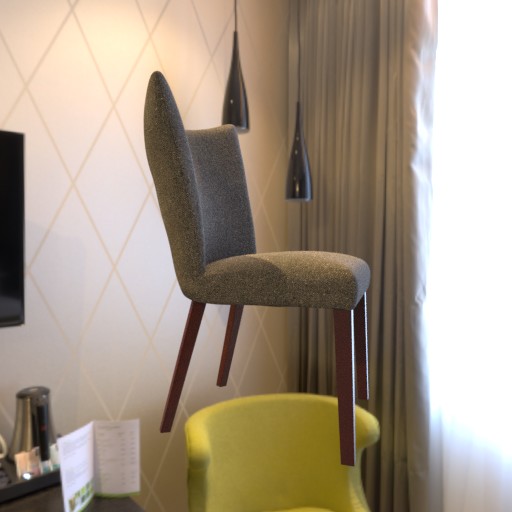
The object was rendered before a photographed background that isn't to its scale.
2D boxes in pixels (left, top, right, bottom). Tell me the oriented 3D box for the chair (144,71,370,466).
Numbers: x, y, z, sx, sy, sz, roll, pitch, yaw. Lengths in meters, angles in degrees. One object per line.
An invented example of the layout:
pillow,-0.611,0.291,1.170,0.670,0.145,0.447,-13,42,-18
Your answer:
chair,0.000,0.000,1.294,0.623,0.924,0.535,1,2,18
